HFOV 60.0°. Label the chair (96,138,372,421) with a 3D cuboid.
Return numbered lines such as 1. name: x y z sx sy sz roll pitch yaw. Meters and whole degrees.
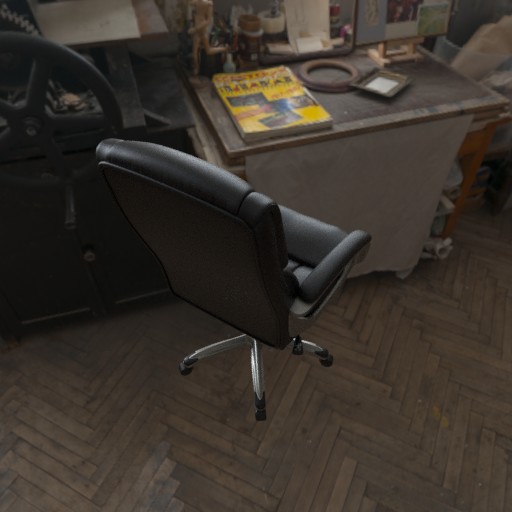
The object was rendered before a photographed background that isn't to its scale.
1. chair: 0.000 0.000 1.554 0.663 1.155 0.739 24 51 22
